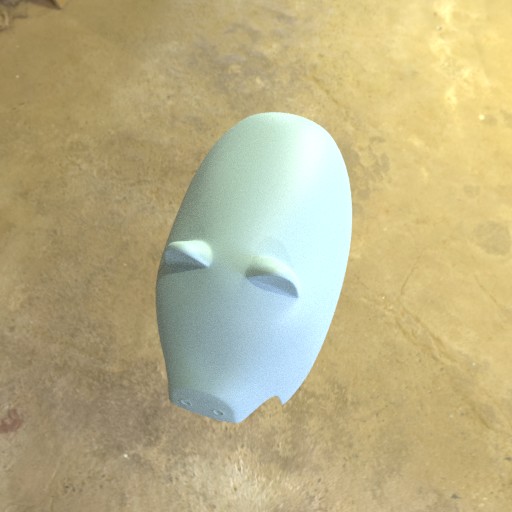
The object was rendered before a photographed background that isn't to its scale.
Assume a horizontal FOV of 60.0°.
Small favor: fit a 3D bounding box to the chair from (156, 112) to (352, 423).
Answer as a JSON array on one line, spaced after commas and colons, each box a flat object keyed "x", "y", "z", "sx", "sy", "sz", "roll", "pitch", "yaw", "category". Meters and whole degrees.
[{"x": 0.000, "y": 0.000, "z": 0.873, "sx": 0.364, "sy": 0.423, "sz": 0.619, "roll": 14, "pitch": 59, "yaw": 9, "category": "chair"}]
